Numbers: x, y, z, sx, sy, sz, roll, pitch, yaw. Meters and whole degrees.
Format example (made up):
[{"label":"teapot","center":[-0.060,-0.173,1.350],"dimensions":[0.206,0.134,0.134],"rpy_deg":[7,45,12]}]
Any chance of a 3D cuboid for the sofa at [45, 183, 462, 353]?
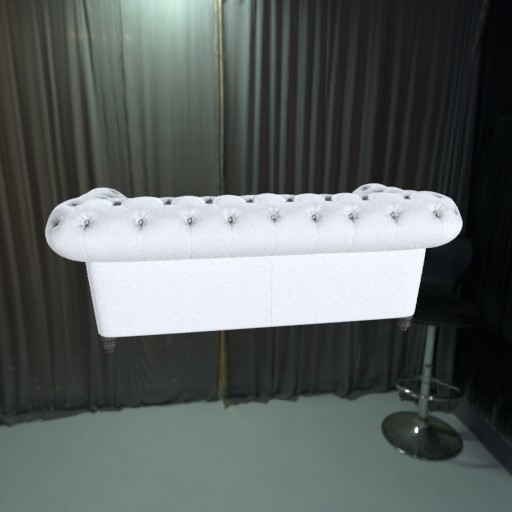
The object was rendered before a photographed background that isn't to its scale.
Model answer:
[{"label":"sofa","center":[0.000,0.000,2.471],"dimensions":[1.998,0.764,0.986],"rpy_deg":[-2,14,-9]}]
